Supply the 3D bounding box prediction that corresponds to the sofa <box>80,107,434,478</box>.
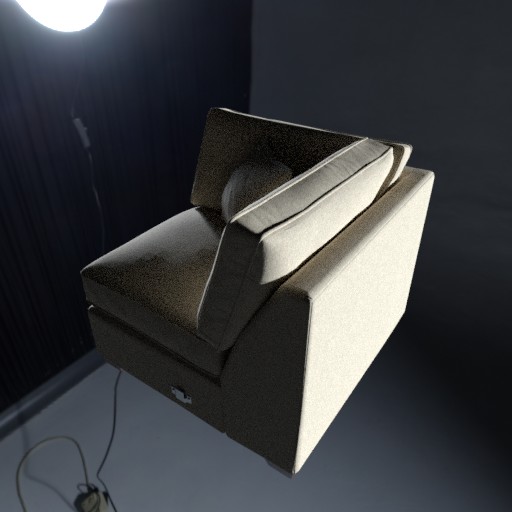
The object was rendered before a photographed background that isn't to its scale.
[{"bbox_3d":[0.000,0.000,1.912,1.084,1.002,1.146,20,37,29],"label":"sofa"}]
